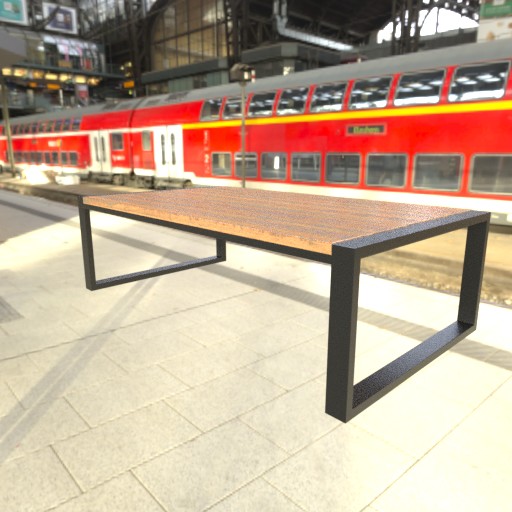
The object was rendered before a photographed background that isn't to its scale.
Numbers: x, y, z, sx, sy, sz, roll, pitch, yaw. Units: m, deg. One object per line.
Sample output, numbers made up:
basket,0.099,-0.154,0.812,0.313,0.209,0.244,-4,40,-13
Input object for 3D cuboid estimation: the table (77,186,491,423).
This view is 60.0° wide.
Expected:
table,0.000,0.000,1.658,0.750,0.400,1.350,-13,19,-42
